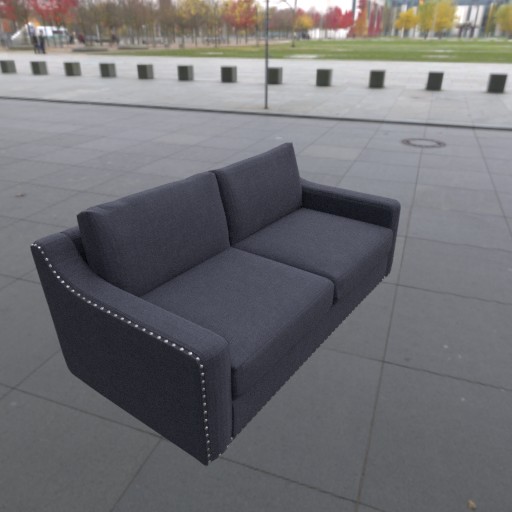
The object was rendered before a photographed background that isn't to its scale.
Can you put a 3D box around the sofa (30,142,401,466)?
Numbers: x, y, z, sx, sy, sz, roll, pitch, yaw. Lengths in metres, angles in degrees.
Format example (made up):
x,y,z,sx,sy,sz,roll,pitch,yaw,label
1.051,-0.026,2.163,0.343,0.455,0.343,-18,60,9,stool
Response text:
x,y,z,sx,sy,sz,roll,pitch,yaw,label
0.000,0.000,3.256,1.336,1.196,2.550,18,32,31,sofa
